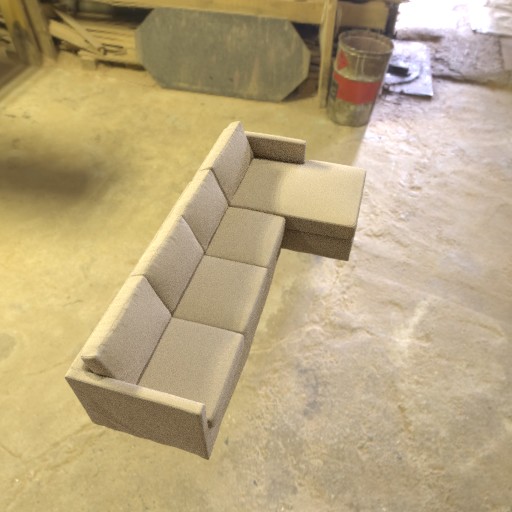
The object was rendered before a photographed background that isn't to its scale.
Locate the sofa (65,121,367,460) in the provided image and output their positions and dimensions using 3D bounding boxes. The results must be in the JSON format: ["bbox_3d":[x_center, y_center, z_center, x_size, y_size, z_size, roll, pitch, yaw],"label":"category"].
[{"bbox_3d":[0.000,0.000,3.879,1.622,0.871,3.206,12,47,11],"label":"sofa"}]
